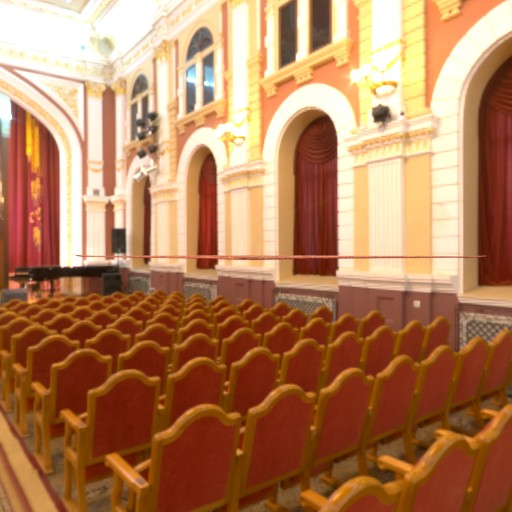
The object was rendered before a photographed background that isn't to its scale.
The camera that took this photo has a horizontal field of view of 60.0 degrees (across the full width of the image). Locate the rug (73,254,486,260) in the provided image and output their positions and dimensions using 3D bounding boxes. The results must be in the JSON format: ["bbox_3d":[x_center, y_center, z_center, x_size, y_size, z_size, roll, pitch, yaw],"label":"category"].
[{"bbox_3d":[0.000,0.000,4.161,2.489,0.030,3.086,0,0,-37],"label":"rug"}]
